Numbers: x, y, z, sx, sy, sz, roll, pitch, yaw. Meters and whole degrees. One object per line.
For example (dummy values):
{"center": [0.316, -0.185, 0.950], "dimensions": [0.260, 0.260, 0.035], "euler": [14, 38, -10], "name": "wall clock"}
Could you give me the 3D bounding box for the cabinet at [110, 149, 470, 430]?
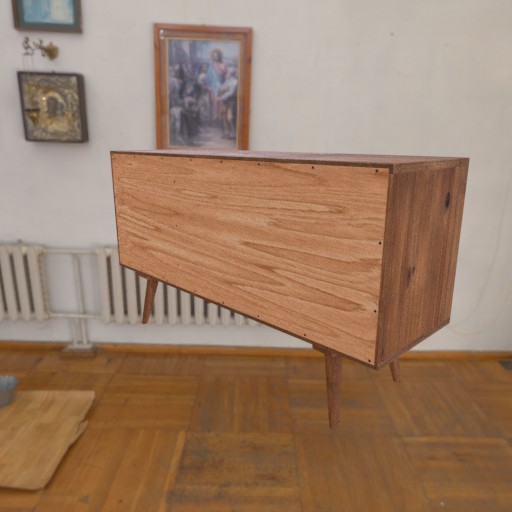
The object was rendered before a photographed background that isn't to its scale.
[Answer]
{"center": [0.000, 0.000, 1.772], "dimensions": [0.472, 0.800, 1.400], "euler": [-14, 21, -42], "name": "cabinet"}
